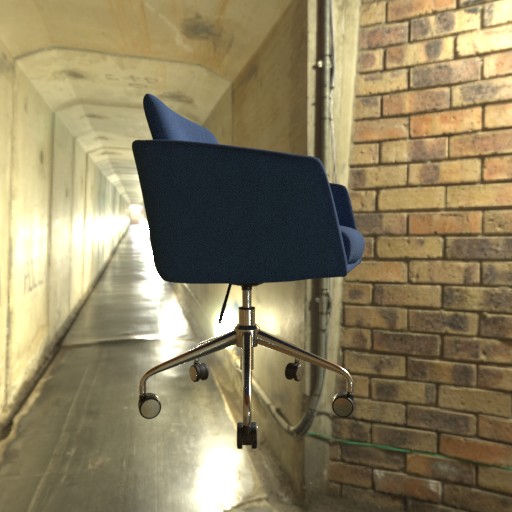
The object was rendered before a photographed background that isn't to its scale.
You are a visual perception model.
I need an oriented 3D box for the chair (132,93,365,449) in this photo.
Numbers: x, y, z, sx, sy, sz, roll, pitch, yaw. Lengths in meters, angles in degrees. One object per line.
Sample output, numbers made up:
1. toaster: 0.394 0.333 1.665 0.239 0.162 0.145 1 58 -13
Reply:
1. chair: 0.000 0.000 1.338 0.635 0.908 0.641 0 2 17
